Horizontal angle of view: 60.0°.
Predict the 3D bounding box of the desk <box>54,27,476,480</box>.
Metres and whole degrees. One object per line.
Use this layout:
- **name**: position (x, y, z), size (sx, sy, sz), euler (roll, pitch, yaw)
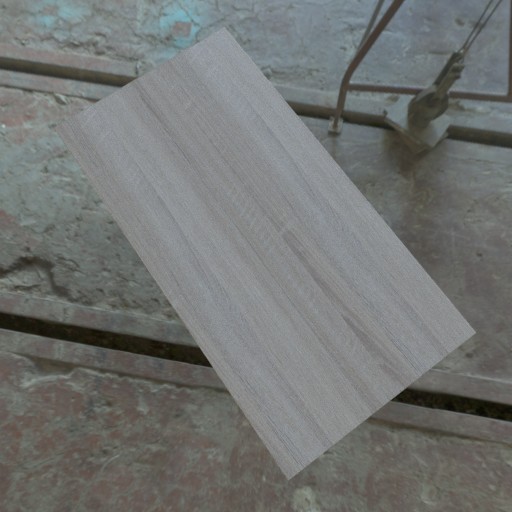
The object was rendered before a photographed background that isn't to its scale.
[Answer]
- **desk**: position (0.000, 0.000, 1.517), size (0.600, 0.731, 1.100), euler (-35, 78, -8)
